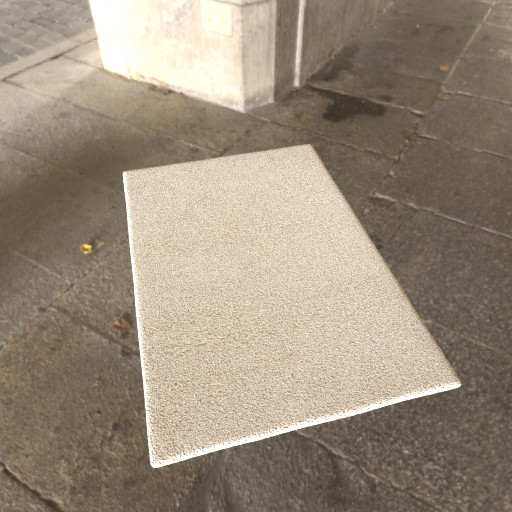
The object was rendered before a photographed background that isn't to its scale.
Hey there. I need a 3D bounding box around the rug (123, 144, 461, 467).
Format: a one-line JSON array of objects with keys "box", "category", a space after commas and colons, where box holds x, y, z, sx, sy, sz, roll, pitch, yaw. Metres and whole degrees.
[{"box": [0.000, 0.000, 2.235, 1.219, 0.030, 1.778, -11, 48, -10], "category": "rug"}]
